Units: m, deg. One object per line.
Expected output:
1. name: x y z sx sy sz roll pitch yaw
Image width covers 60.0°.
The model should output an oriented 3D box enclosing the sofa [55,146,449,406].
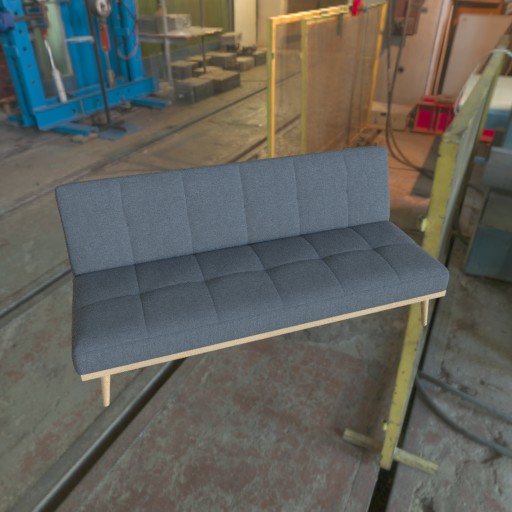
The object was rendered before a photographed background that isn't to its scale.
1. sofa: 0.000 0.000 2.272 1.820 0.770 0.820 -10 35 -15
